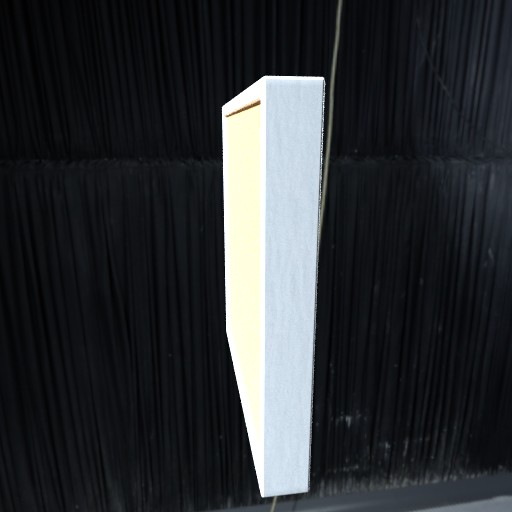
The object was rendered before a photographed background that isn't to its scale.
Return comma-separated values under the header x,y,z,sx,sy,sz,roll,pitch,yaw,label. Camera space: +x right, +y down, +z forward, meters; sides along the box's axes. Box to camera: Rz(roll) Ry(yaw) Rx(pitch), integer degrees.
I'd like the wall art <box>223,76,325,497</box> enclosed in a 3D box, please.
x,y,z,sx,sy,sz,roll,pitch,yaw,label
0.000,0.000,0.450,0.038,0.305,0.305,-2,16,-8,wall art
